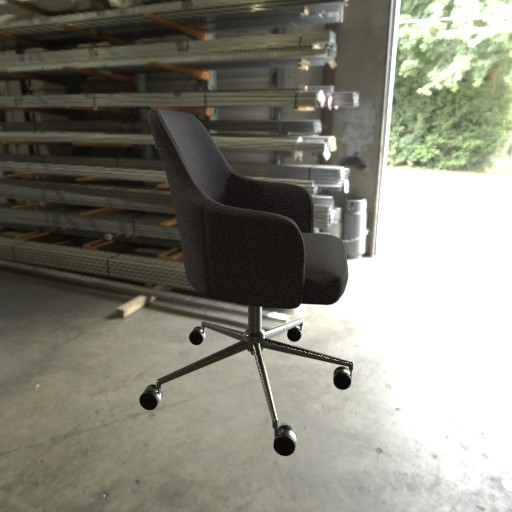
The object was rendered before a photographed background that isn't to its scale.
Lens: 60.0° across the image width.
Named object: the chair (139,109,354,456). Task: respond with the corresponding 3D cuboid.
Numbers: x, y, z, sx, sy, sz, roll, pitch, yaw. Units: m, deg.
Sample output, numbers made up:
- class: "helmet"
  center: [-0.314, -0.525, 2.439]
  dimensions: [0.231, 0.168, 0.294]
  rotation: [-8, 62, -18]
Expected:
- class: "chair"
  center: [0.000, 0.000, 1.298]
  dimensions: [0.600, 0.820, 0.655]
  rotation: [3, 16, 9]
